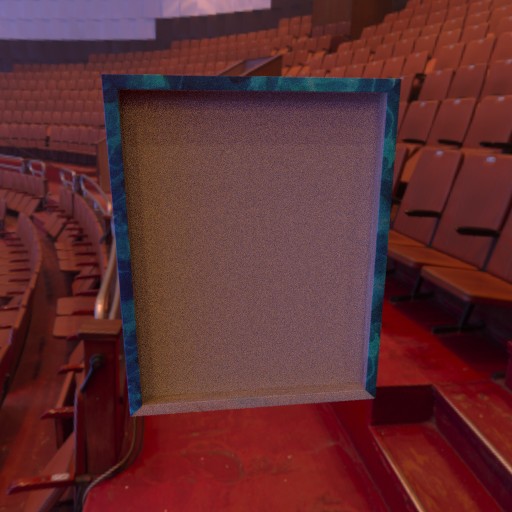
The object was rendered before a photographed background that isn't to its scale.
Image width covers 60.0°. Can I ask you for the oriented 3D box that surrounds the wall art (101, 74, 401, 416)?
[{"bbox_3d":[0.000,0.000,0.846,0.508,0.635,0.038,-2,15,-7],"label":"wall art"}]
